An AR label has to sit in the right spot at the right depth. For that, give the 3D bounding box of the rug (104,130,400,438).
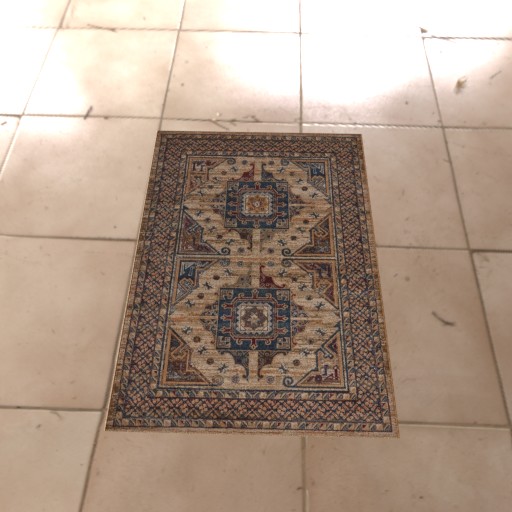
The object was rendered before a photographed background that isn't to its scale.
[{"bbox_3d":[0.000,0.000,2.951,1.611,0.008,2.227,1,61,1],"label":"rug"}]
